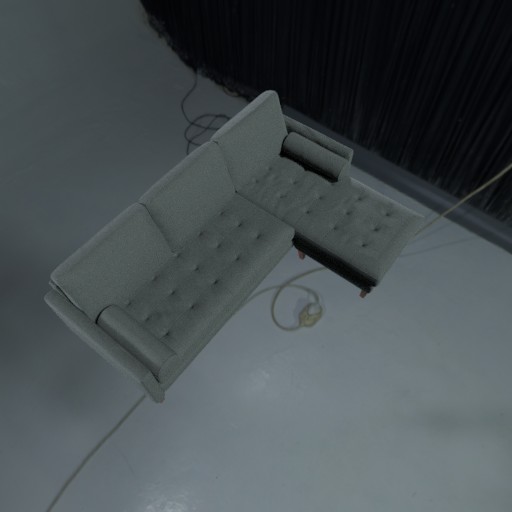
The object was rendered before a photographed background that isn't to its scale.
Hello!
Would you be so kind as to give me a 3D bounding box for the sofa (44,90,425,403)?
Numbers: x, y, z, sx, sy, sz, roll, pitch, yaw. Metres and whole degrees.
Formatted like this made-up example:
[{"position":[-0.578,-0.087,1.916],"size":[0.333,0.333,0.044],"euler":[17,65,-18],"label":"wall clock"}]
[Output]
[{"position":[0.000,0.000,2.957],"size":[1.506,0.876,2.178],"euler":[33,64,19],"label":"sofa"}]
